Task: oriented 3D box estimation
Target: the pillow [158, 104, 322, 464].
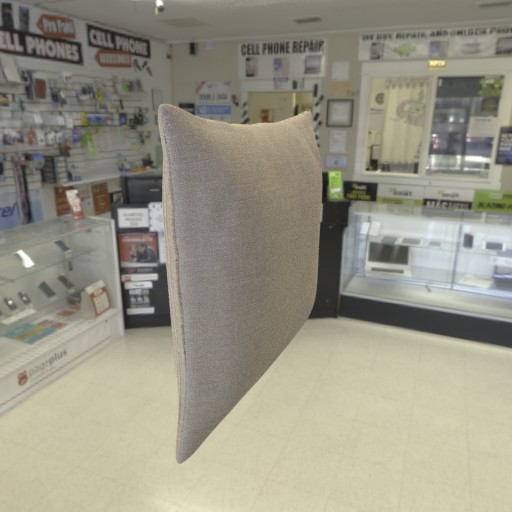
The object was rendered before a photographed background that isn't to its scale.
[{"bbox_3d":[0.000,0.000,0.807,0.166,0.510,0.523,8,19,24],"label":"pillow"}]
